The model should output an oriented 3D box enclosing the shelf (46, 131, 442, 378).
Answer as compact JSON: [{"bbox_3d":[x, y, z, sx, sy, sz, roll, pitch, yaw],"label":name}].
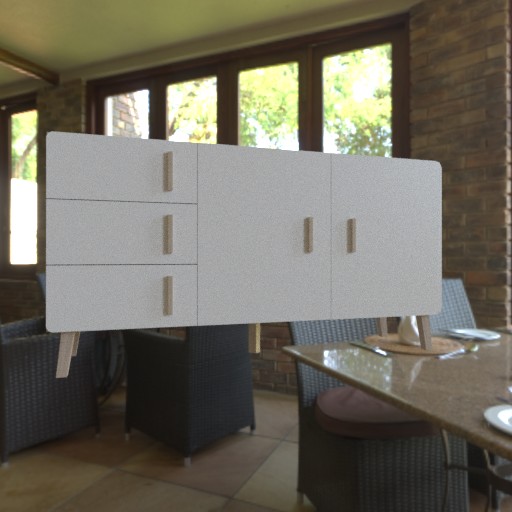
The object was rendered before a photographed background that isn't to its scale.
[{"bbox_3d":[0.000,0.000,1.782,1.490,0.780,0.400,0,0,-17],"label":"shelf"}]
